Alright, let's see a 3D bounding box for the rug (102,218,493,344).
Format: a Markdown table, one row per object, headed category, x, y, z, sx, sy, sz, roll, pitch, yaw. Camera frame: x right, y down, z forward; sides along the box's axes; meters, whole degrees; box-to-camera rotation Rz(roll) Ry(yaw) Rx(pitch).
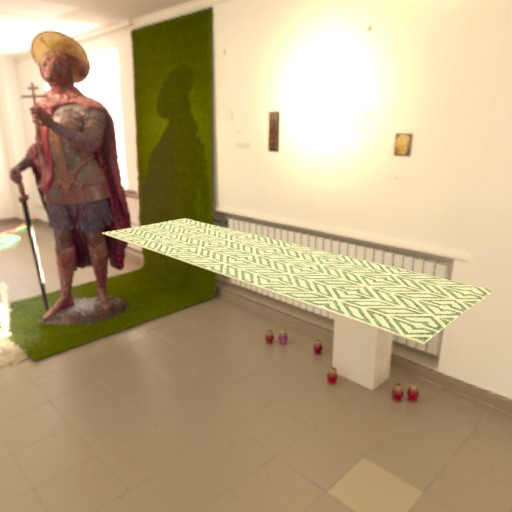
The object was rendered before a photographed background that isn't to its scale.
| category | x | y | z | sx | sy | sz | roll | pitch | yaw |
| --- | --- | --- | --- | --- | --- | --- | --- | --- | --- |
| rug | 0.000 | 0.000 | 2.672 | 2.435 | 0.009 | 0.750 | 16 | 23 | 42 |
